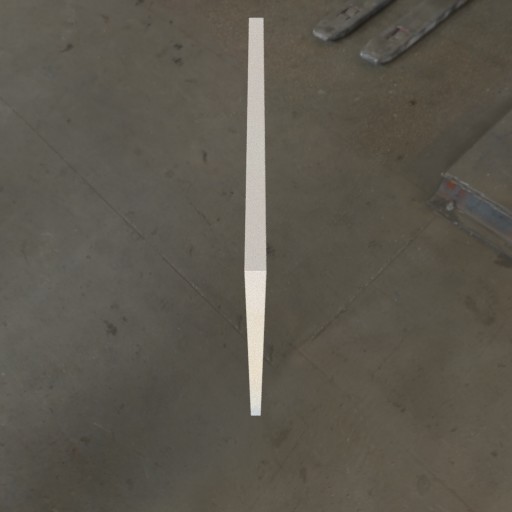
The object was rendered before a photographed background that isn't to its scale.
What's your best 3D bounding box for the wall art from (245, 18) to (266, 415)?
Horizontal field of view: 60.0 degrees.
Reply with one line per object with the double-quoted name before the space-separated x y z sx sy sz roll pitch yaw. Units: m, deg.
"wall art" 0.000 0.000 1.449 0.038 1.143 0.764 0 58 0
